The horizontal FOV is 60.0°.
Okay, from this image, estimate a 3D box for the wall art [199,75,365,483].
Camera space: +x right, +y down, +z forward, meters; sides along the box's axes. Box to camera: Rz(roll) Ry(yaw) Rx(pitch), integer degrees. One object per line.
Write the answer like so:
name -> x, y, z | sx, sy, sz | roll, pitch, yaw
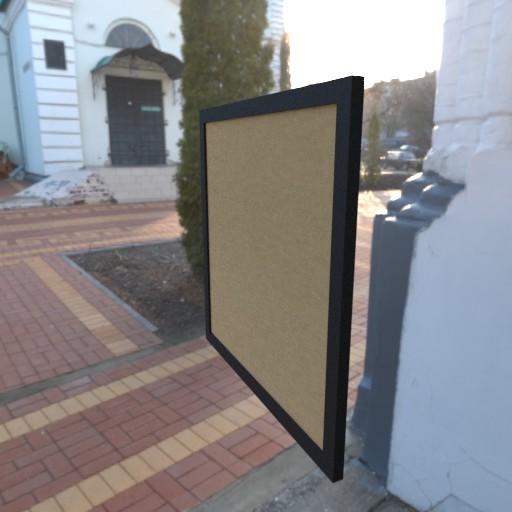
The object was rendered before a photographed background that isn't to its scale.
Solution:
wall art -> 0.000, 0.000, 0.530 | 0.012, 0.357, 0.358 | -6, 15, -25
